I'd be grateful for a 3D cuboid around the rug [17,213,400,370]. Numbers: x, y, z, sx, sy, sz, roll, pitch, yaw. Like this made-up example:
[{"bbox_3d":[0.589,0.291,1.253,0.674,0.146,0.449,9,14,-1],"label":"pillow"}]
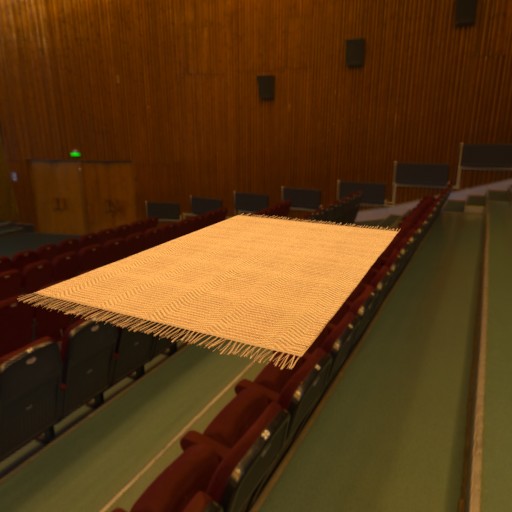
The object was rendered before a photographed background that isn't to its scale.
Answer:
[{"bbox_3d":[0.000,0.000,2.428,1.224,0.027,2.021,8,19,25],"label":"rug"}]
